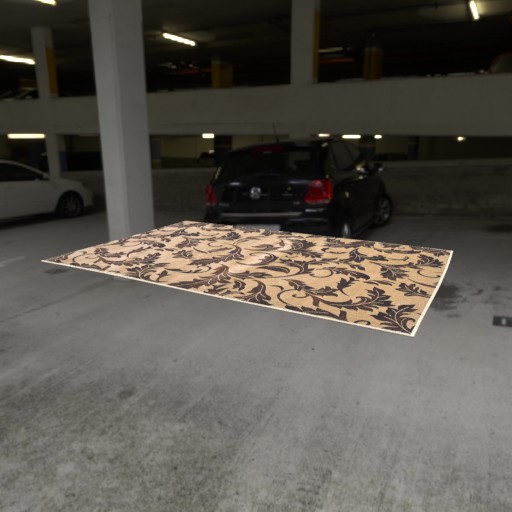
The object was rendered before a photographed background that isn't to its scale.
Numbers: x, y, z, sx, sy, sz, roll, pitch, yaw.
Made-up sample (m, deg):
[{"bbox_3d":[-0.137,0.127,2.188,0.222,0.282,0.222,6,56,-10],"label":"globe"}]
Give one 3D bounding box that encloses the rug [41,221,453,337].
[{"bbox_3d":[0.000,0.000,2.926,2.284,0.008,1.522,8,18,27],"label":"rug"}]
